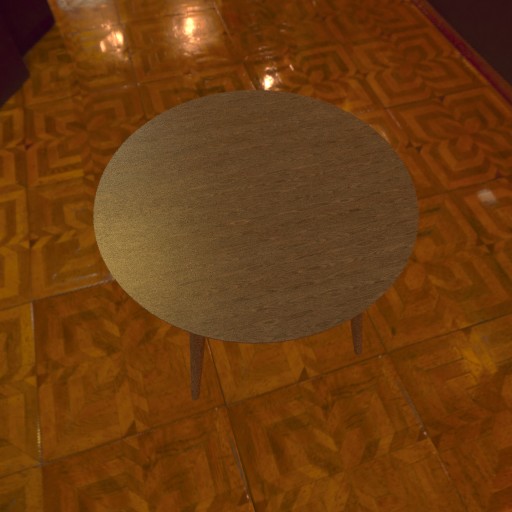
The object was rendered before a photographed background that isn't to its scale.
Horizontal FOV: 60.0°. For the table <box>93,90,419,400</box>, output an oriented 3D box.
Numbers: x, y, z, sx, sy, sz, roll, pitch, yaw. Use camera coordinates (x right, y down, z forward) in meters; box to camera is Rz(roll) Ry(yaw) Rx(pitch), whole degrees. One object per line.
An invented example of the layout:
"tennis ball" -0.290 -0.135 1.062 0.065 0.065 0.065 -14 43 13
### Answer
"table" 0.000 0.000 1.794 1.053 0.786 1.053 0 57 0
